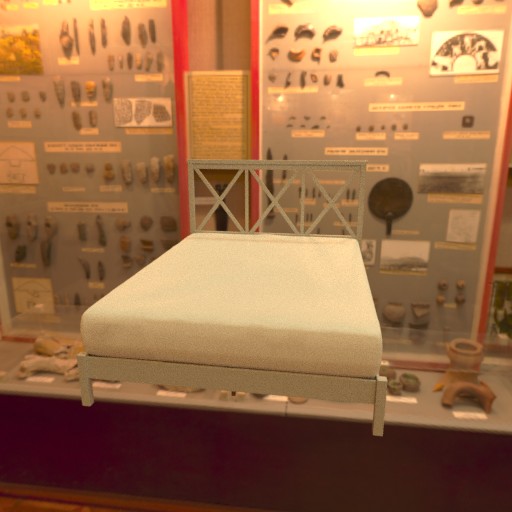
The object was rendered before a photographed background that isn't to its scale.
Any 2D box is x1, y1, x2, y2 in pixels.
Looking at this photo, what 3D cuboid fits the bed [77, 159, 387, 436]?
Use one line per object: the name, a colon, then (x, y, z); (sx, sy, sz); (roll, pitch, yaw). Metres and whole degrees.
bed: (0.000, 0.000, 3.226); (1.673, 1.253, 2.135); (2, 16, 9)
